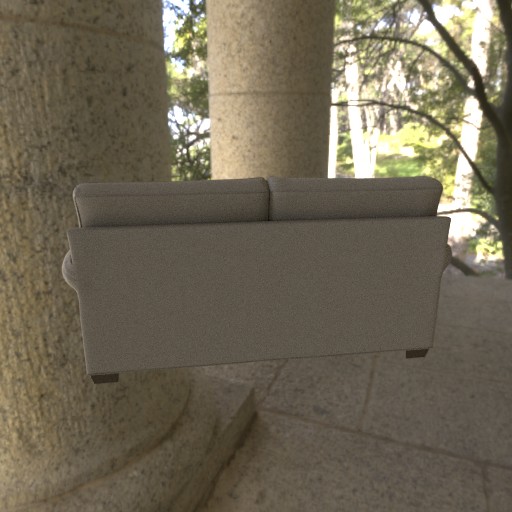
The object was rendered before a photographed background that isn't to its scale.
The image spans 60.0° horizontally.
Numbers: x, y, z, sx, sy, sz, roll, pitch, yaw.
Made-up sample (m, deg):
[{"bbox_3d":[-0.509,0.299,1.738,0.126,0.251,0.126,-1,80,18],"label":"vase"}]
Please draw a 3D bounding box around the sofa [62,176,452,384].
[{"bbox_3d":[0.000,0.000,2.497,1.930,0.952,0.940,-2,17,-8],"label":"sofa"}]
